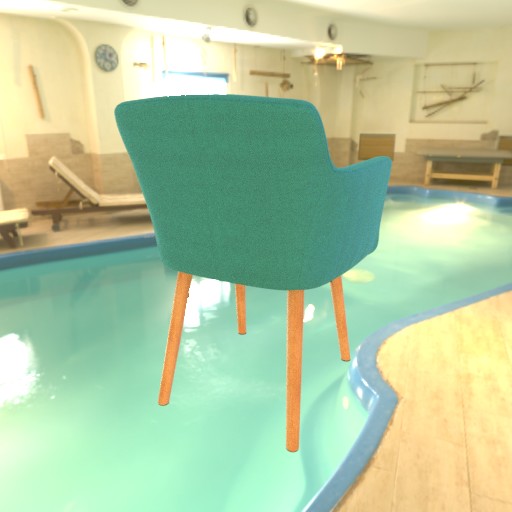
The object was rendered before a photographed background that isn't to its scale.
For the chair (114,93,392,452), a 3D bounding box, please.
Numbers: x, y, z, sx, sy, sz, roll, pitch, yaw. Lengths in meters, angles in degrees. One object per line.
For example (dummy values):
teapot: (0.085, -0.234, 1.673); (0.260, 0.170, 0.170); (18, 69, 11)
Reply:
chair: (0.000, 0.000, 1.153); (0.570, 0.780, 0.540); (9, 20, 26)
